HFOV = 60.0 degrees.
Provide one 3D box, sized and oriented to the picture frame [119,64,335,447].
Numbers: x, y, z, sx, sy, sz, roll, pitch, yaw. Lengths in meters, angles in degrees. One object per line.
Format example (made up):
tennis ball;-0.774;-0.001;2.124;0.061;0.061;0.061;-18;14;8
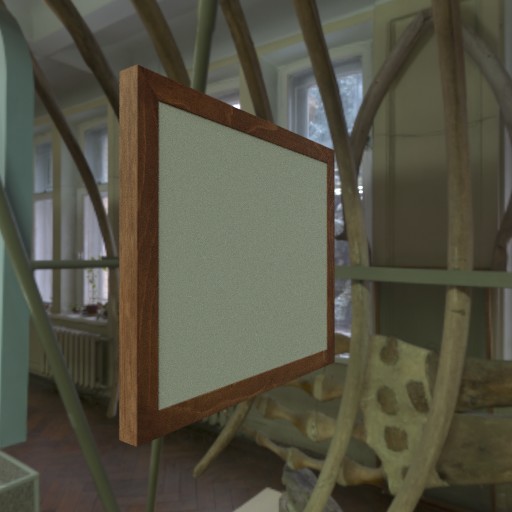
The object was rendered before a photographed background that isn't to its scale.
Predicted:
picture frame;0.000;0.000;0.543;0.025;0.330;0.381;0;0;36
